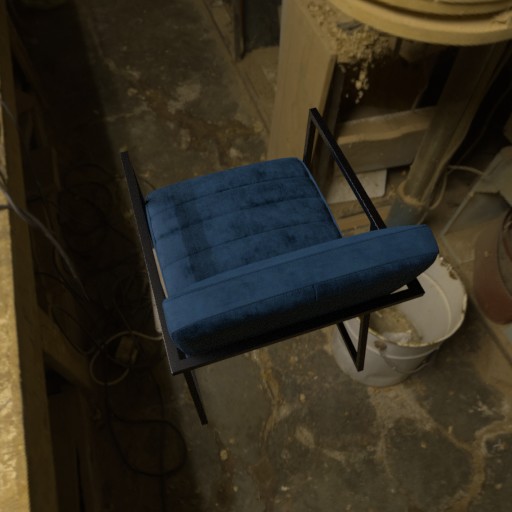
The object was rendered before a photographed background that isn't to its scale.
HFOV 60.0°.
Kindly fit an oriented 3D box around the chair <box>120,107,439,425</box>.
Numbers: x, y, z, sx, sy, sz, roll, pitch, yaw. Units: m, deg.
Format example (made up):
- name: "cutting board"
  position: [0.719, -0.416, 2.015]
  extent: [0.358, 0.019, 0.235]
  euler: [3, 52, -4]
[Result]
- name: "chair"
  position: [0.000, 0.000, 1.262]
  extent: [0.571, 0.833, 0.677]
  euler: [-16, 60, -9]
